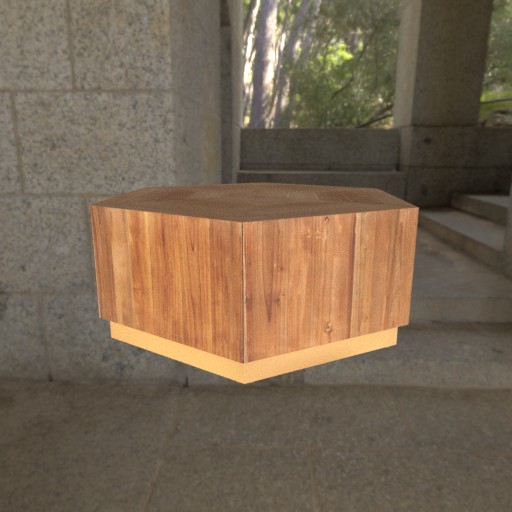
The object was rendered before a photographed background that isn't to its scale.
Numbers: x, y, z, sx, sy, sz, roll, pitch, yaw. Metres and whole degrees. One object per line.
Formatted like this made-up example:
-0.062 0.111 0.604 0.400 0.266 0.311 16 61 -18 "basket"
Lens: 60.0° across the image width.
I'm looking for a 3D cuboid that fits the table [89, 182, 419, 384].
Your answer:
0.000 0.000 1.675 1.154 0.456 1.000 -7 16 -26 "table"
